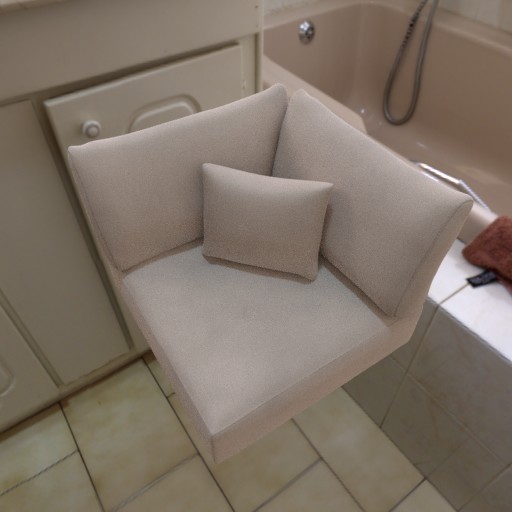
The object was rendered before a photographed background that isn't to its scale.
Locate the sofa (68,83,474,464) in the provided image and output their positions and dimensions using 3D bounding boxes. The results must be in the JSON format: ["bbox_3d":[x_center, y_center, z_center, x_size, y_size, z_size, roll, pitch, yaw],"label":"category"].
[{"bbox_3d":[0.000,0.000,1.738,1.000,0.820,1.000,-25,51,-22],"label":"sofa"}]
